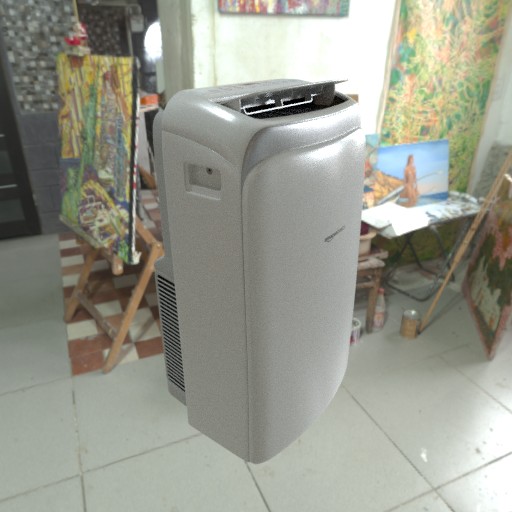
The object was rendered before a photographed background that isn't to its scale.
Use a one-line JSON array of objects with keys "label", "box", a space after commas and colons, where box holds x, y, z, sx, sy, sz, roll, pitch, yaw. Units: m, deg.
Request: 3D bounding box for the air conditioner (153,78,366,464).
[{"label": "air conditioner", "box": [0.000, 0.000, 1.052, 0.414, 0.786, 0.449, 18, 32, 33]}]
